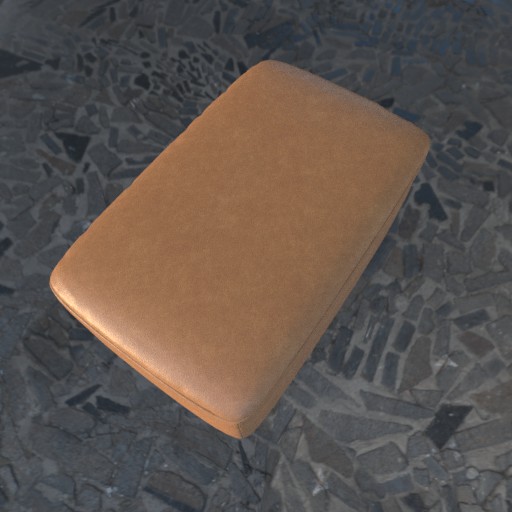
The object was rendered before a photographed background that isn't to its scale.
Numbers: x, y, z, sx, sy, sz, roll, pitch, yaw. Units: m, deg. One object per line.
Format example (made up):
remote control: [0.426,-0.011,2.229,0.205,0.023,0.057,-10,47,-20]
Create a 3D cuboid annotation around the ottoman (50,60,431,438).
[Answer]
ottoman: [0.000,0.000,0.964,0.420,0.480,0.670,32,68,15]
